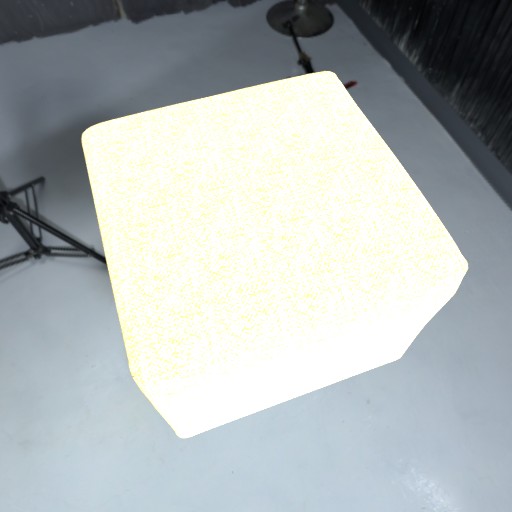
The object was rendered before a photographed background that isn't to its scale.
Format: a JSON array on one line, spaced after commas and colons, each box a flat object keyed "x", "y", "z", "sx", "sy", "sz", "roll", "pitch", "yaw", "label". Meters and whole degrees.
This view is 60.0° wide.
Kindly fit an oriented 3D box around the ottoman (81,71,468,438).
[{"x": 0.000, "y": 0.000, "z": 0.883, "sx": 0.512, "sy": 0.441, "sz": 0.505, "roll": -17, "pitch": 60, "yaw": -10, "label": "ottoman"}]
